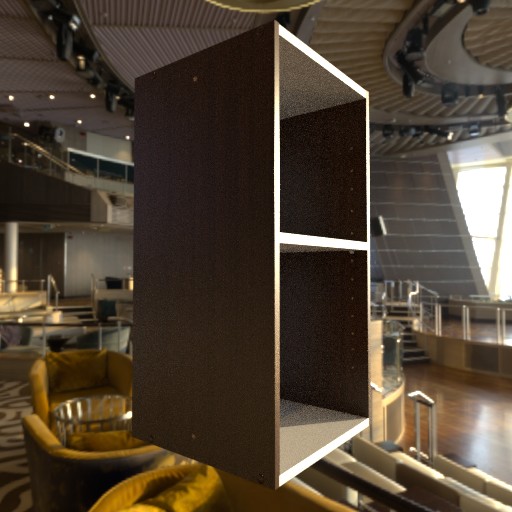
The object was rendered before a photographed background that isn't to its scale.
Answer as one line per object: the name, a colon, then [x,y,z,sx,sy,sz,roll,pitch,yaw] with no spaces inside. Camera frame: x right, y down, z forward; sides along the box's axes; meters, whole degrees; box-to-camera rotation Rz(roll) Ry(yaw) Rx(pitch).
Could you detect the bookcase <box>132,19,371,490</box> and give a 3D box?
bookcase: [0.000,0.000,0.771,0.290,0.600,0.300,-1,-2,38]
